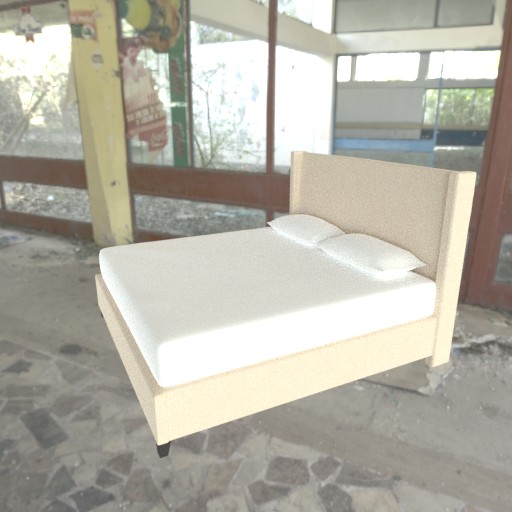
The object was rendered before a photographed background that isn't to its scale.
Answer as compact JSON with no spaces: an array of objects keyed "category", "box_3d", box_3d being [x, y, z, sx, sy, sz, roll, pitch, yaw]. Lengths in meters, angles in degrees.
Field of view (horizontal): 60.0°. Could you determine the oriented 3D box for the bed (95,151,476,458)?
[{"category":"bed","box_3d":[0.000,0.000,3.640,2.293,1.471,2.145,-9,20,-26]}]
